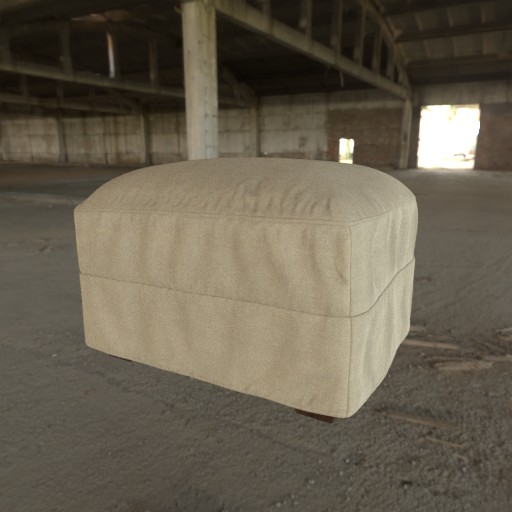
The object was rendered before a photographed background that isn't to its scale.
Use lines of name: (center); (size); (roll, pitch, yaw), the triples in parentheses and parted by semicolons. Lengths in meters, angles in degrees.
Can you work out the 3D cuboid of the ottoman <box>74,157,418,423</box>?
ottoman: (0.000, 0.000, 1.107); (0.712, 0.480, 0.584); (8, 16, 28)
